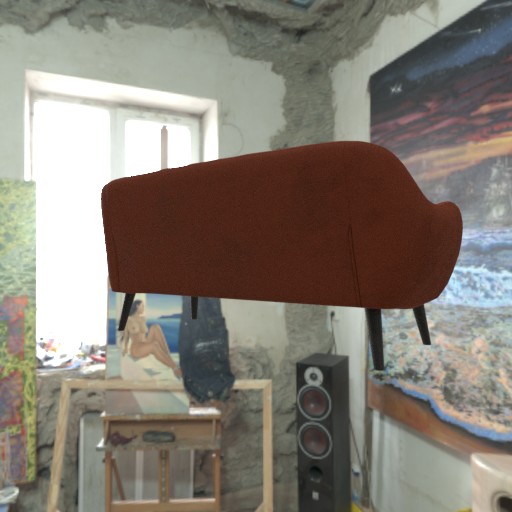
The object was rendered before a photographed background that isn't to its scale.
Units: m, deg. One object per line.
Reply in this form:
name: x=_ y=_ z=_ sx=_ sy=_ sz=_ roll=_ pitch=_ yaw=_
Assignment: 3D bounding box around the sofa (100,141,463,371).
sofa: x=0.000 y=0.000 z=2.276 sx=1.840 sy=0.836 sz=0.820 roll=0 pitch=-1 yaw=36
